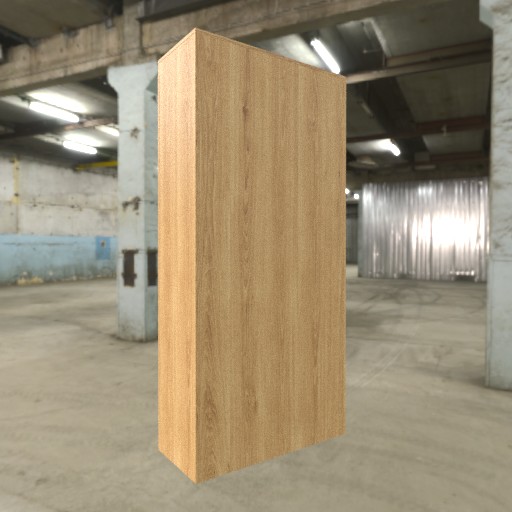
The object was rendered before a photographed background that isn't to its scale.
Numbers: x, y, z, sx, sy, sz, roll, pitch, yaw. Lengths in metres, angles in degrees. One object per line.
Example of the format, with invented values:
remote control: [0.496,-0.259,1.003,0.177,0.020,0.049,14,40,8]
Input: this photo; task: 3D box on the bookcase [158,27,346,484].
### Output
bookcase: [0.000,0.000,2.405,0.950,2.020,0.420,0,1,-35]
